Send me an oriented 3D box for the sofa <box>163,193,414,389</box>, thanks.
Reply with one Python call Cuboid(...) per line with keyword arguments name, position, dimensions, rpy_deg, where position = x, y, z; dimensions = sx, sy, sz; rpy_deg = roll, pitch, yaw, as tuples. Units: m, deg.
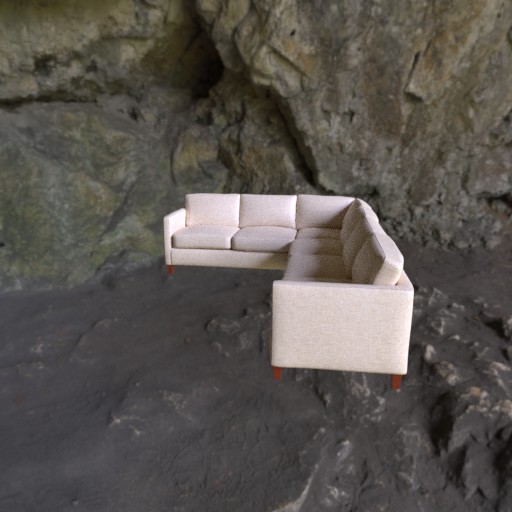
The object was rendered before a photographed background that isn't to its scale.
Cuboid(name="sofa", position=(0.000, 0.000, 4.574), dimensions=(2.593, 0.947, 3.302), rpy_deg=(2, 15, 9))
